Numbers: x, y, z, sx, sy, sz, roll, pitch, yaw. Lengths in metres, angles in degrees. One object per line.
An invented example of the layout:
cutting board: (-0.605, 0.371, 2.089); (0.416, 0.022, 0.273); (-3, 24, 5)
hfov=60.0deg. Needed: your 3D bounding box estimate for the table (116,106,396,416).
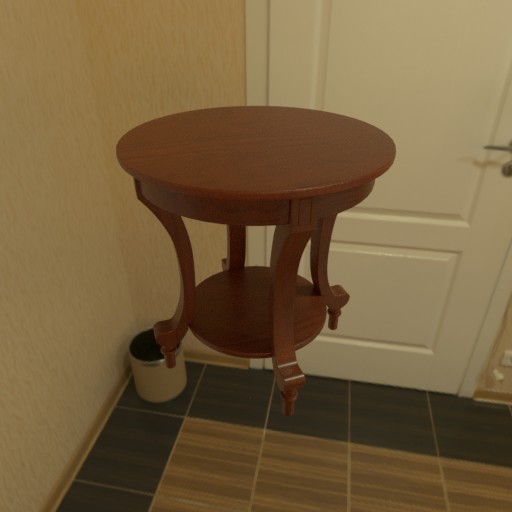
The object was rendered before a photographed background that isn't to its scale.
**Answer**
table: (0.000, 0.000, 1.135); (0.597, 0.612, 0.597); (0, 32, 0)
